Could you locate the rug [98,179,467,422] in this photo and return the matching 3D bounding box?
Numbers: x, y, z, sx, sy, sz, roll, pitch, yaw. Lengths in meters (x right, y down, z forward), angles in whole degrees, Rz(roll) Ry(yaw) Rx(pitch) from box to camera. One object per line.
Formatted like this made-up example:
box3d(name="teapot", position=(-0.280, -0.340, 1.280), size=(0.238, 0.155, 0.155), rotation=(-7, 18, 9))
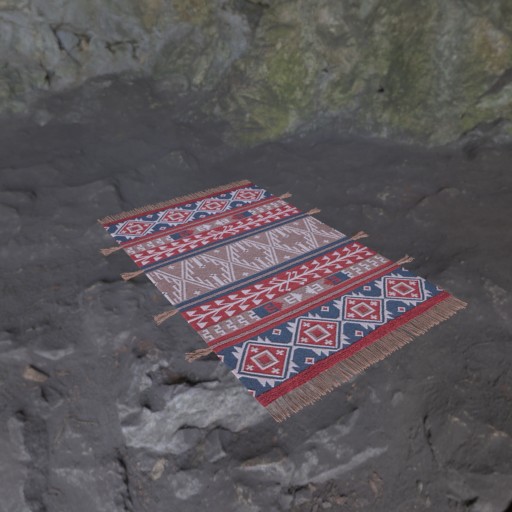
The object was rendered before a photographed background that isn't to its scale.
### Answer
box3d(name="rug", position=(0.000, 0.000, 2.637), size=(1.469, 0.040, 2.025), rotation=(-21, 38, -29))
